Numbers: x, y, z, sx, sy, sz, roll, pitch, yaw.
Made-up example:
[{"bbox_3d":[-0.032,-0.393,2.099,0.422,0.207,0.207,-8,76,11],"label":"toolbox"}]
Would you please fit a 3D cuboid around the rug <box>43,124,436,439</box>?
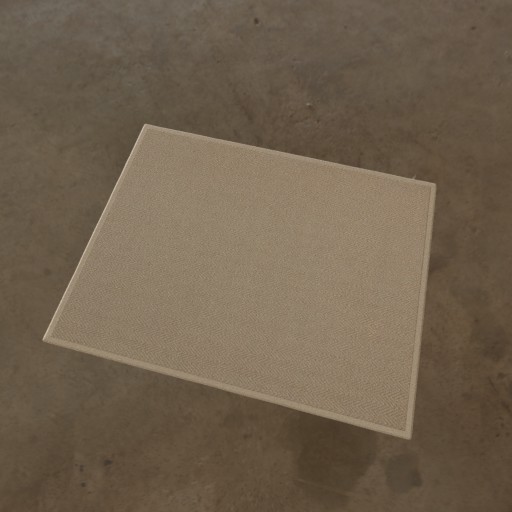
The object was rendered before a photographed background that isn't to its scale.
[{"bbox_3d":[0.000,0.000,4.019,3.051,0.020,2.407,13,65,6],"label":"rug"}]
